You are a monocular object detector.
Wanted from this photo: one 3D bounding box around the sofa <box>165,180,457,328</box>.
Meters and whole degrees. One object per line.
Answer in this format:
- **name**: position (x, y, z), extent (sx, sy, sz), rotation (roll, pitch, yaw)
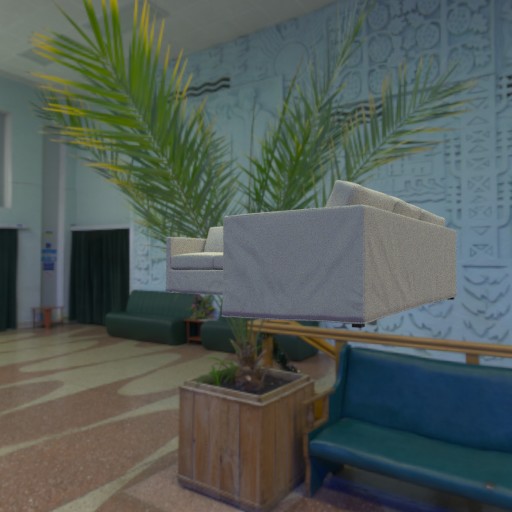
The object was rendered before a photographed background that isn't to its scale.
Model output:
- **sofa**: position (0.000, 0.000, 4.326), extent (3.182, 0.871, 2.432), rotation (-1, -1, 36)
